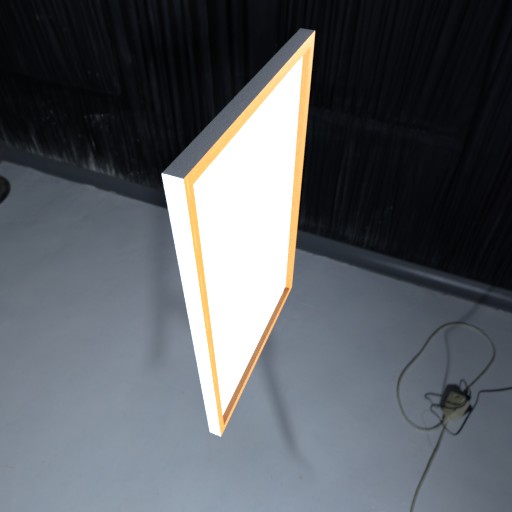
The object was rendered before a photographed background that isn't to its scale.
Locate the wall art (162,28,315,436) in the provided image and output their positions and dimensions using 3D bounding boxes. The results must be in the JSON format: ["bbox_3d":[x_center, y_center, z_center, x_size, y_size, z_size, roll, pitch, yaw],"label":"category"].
[{"bbox_3d":[0.000,0.000,0.764,0.025,0.608,0.405,17,49,16],"label":"wall art"}]
